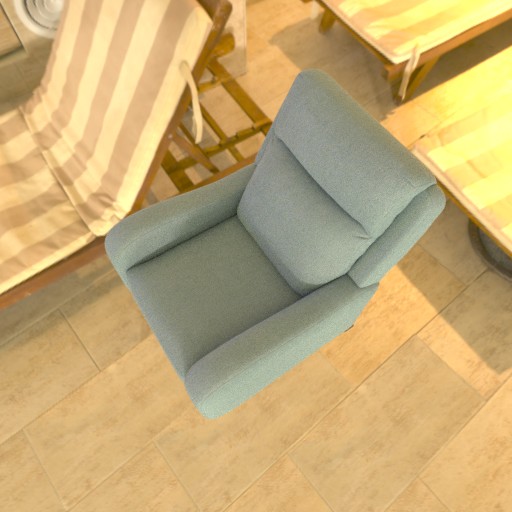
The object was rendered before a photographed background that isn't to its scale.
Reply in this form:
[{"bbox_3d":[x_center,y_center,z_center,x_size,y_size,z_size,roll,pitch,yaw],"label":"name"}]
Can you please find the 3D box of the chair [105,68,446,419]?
[{"bbox_3d":[0.000,0.000,1.765,0.988,1.067,0.785,-31,67,-15],"label":"chair"}]
